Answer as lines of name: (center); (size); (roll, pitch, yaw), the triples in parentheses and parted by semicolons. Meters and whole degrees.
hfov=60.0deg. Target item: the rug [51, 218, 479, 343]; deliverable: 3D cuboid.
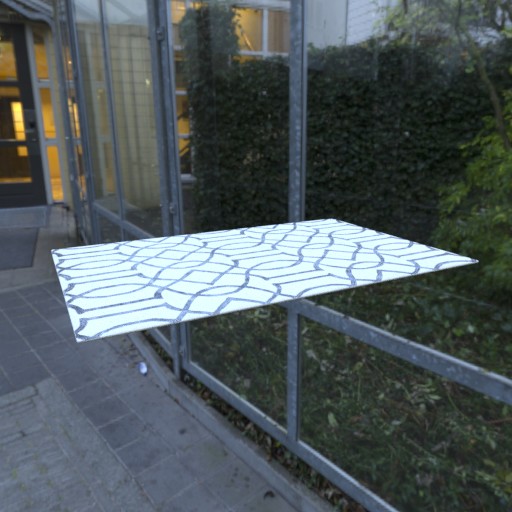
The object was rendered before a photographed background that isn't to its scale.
rug: (0.000, 0.000, 2.901); (2.365, 0.017, 1.521); (-8, 18, -26)
